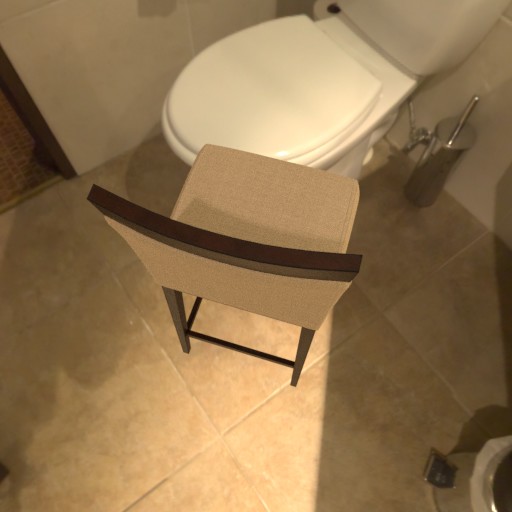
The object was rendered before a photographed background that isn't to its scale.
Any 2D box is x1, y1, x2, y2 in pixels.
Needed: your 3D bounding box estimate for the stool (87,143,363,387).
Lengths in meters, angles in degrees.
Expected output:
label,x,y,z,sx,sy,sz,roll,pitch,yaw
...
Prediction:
label,x,y,z,sx,sy,sz,roll,pitch,yaw
stool,0.000,0.000,1.374,0.511,1.117,0.531,15,65,7
